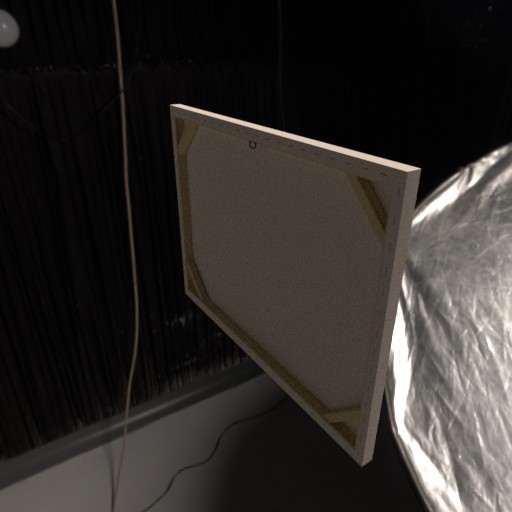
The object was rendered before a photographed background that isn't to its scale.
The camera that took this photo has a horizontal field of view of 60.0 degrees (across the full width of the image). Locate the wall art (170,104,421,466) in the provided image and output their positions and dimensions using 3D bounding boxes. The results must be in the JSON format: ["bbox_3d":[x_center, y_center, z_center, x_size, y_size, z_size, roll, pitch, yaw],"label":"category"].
[{"bbox_3d":[0.000,0.000,1.339,0.038,0.762,1.016,-17,31,-30],"label":"wall art"}]
